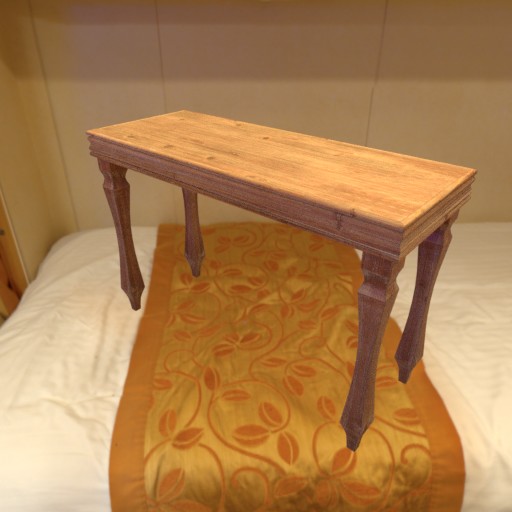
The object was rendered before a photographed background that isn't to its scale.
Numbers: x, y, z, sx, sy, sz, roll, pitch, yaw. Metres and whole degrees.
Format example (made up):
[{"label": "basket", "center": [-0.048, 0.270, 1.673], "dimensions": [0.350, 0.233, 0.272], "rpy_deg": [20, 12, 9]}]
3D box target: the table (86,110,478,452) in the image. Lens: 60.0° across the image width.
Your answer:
[{"label": "table", "center": [0.000, 0.000, 1.766], "dimensions": [1.330, 0.873, 0.522], "rpy_deg": [23, 37, 34]}]
